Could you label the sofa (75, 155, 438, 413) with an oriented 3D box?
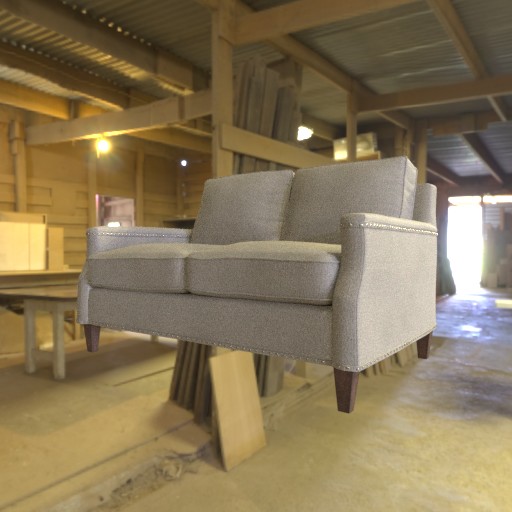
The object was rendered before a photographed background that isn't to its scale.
[{"bbox_3d":[0.000,0.000,2.276,1.597,1.003,1.084,1,1,36],"label":"sofa"}]
